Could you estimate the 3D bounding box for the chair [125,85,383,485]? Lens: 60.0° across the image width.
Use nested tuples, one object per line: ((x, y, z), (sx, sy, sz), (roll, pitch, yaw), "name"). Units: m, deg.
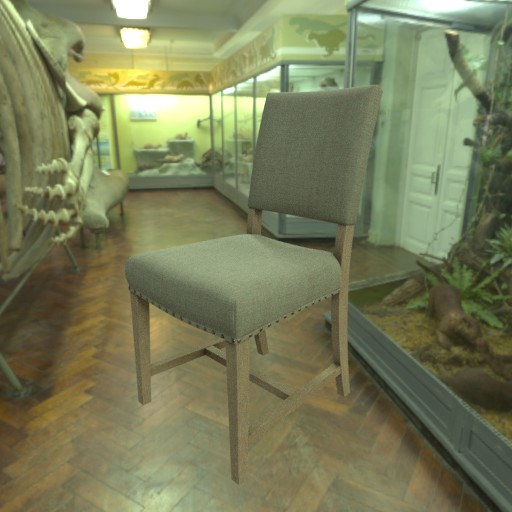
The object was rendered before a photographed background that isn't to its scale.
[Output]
((0.000, 0.000, 1.355), (0.622, 0.986, 0.508), (-15, 22, -42), "chair")
